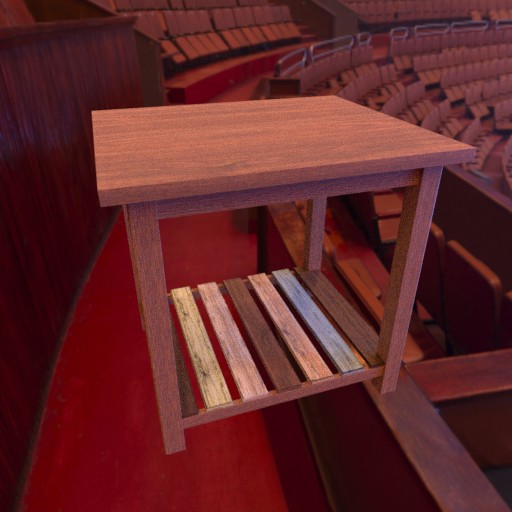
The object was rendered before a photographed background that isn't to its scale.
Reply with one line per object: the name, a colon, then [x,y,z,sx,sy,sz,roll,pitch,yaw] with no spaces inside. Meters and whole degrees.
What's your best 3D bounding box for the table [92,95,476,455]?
table: [0.000,0.000,1.103,0.660,0.635,0.559,-10,31,-16]
